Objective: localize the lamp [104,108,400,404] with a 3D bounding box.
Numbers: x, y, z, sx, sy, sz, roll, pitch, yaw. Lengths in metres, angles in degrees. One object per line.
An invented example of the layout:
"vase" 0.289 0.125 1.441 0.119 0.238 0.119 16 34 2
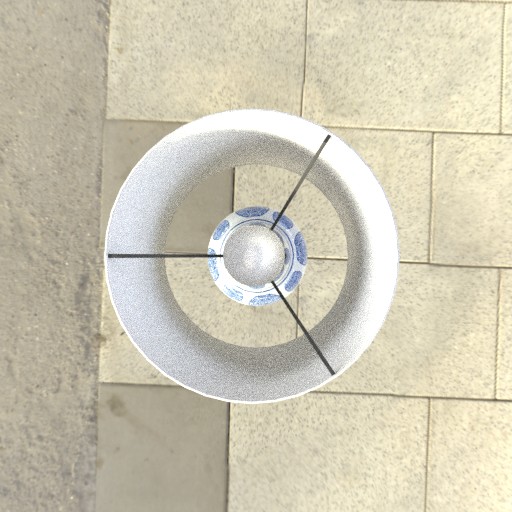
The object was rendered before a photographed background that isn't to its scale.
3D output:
"lamp" 0.000 0.000 0.512 0.215 0.381 0.215 0 90 1
